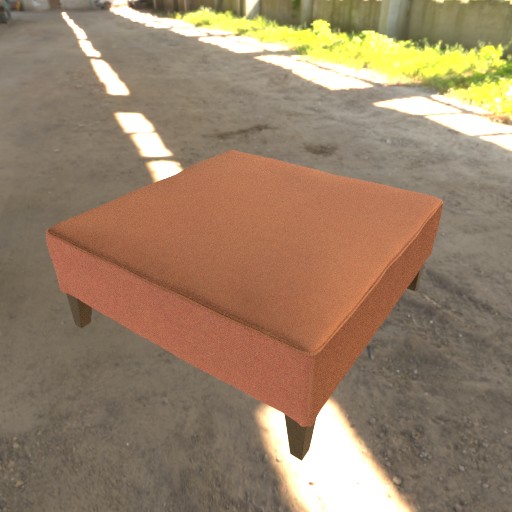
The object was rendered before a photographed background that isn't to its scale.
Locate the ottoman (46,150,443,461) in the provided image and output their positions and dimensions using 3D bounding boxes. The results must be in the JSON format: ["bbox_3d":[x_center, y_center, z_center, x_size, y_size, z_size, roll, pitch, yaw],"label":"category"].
[{"bbox_3d":[0.000,0.000,1.594,0.999,0.438,0.997,20,37,29],"label":"ottoman"}]
